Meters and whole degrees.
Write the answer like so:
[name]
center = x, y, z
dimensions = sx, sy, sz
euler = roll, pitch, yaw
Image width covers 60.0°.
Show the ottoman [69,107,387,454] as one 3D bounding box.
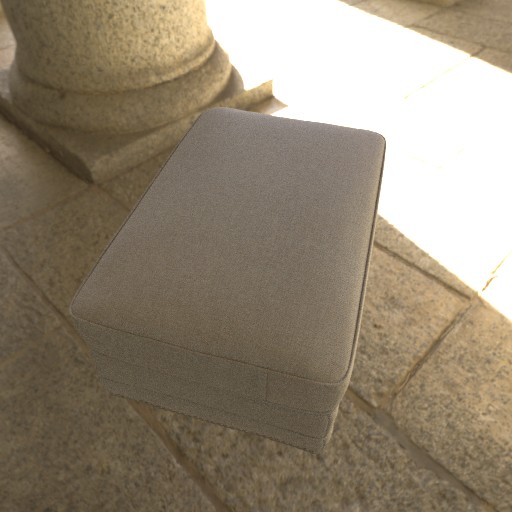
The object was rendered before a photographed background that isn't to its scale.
[ottoman]
center = 0.000, 0.000, 1.159
dimensions = 0.559, 0.458, 0.813
euler = 12, 48, 11
